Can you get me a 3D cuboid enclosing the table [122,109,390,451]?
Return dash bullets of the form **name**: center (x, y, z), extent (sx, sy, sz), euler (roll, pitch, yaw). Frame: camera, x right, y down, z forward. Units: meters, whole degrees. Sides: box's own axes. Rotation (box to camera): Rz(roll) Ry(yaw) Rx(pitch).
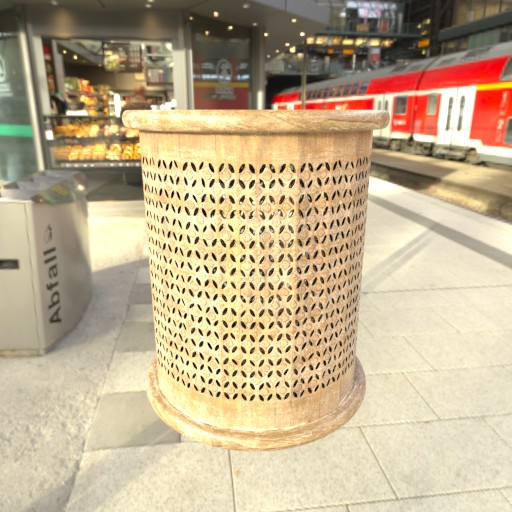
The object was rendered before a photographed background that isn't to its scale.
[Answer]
- **table**: center (0.000, 0.000, 0.771), extent (0.407, 0.482, 0.407), euler (0, 18, 0)
